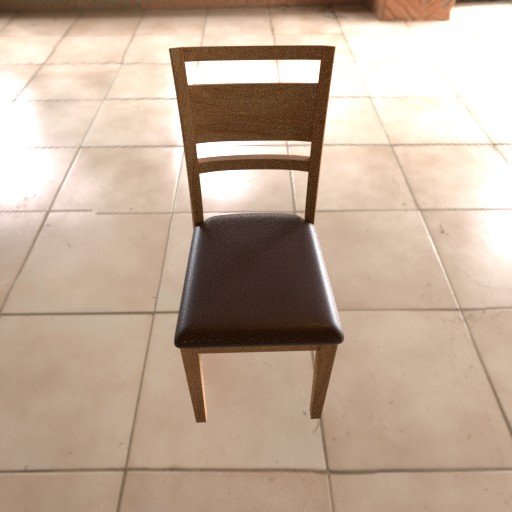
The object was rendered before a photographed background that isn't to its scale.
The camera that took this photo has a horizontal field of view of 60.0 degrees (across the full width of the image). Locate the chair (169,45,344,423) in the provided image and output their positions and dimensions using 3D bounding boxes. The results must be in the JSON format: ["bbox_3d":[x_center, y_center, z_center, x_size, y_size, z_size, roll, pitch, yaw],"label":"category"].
[{"bbox_3d":[0.000,0.000,1.218,0.420,0.940,0.545,-1,45,-1],"label":"chair"}]
